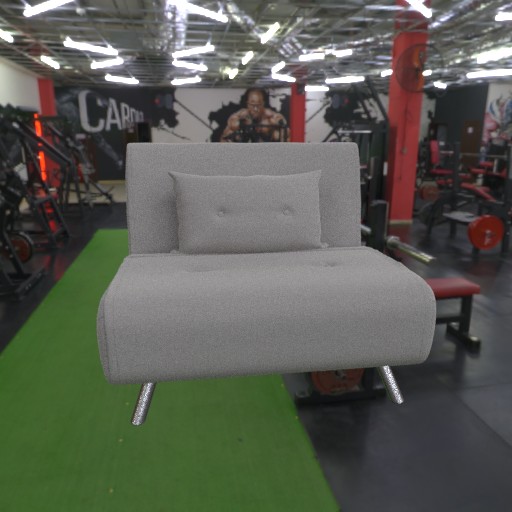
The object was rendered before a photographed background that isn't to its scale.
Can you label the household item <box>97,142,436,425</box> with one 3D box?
[{"bbox_3d":[0.000,0.000,1.643,1.000,0.800,0.874,-2,16,-7],"label":"household item"}]
